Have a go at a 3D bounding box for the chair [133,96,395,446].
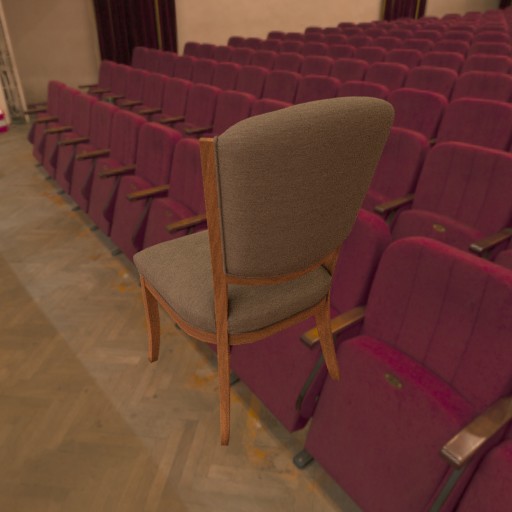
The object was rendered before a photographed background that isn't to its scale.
[{"bbox_3d":[0.000,0.000,1.231,0.513,0.905,0.584,-19,34,-30],"label":"chair"}]
